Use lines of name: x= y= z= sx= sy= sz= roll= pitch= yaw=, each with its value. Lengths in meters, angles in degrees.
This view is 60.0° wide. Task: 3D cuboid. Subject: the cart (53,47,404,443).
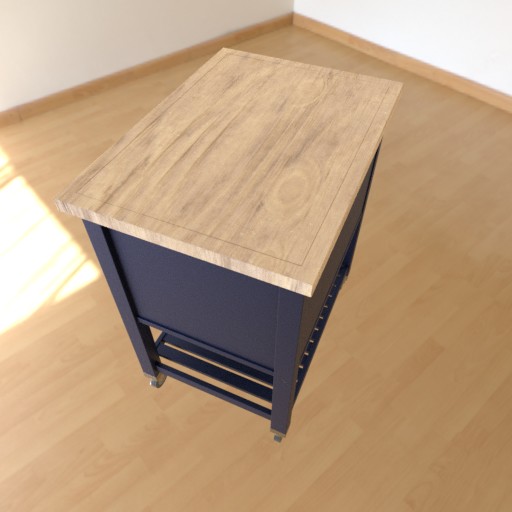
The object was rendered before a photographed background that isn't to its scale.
cart: x=0.000 y=0.000 z=1.426 sx=0.567 sy=0.920 sz=0.797 roll=18 pitch=51 yaw=16
